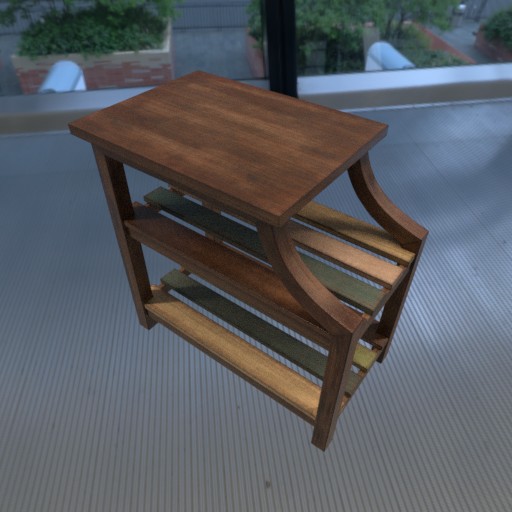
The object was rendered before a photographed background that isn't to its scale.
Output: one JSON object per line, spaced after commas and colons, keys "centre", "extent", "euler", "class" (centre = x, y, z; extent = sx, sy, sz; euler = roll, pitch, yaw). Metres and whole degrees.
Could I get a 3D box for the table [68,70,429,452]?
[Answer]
{"centre": [0.000, 0.000, 0.985], "extent": [0.609, 0.584, 0.356], "euler": [27, 48, 27], "class": "table"}
